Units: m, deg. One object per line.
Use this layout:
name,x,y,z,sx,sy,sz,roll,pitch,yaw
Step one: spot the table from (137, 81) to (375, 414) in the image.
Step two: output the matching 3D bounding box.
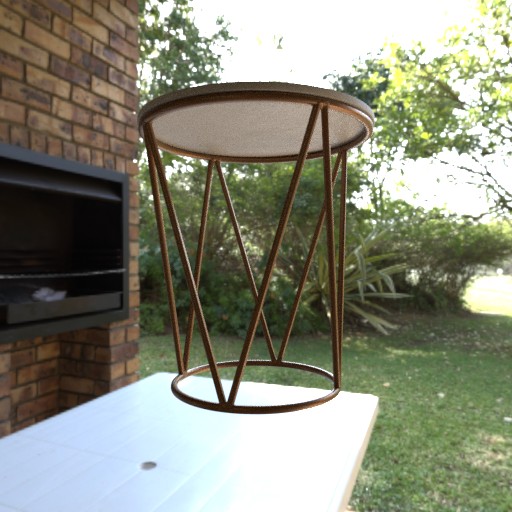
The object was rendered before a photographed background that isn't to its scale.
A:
table,0.000,0.000,0.964,0.500,0.564,0.500,0,0,0
